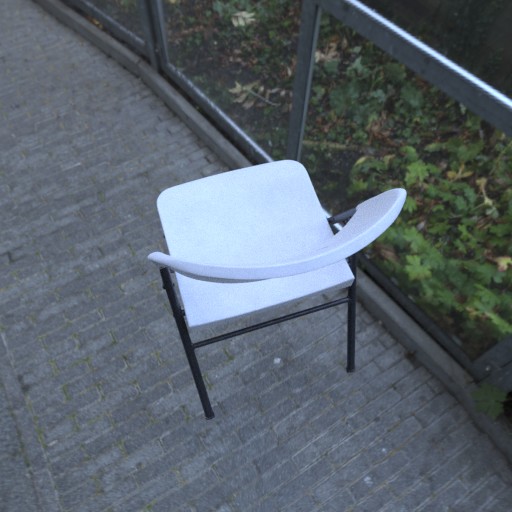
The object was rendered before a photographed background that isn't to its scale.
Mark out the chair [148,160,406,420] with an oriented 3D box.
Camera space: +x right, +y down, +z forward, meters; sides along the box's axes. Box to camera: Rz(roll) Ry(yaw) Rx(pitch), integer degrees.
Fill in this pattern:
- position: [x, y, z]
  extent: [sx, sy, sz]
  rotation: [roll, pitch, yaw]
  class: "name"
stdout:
- position: [0.000, 0.000, 1.161]
  extent: [0.494, 0.810, 0.566]
  rotation: [-15, 60, -9]
  class: "chair"
